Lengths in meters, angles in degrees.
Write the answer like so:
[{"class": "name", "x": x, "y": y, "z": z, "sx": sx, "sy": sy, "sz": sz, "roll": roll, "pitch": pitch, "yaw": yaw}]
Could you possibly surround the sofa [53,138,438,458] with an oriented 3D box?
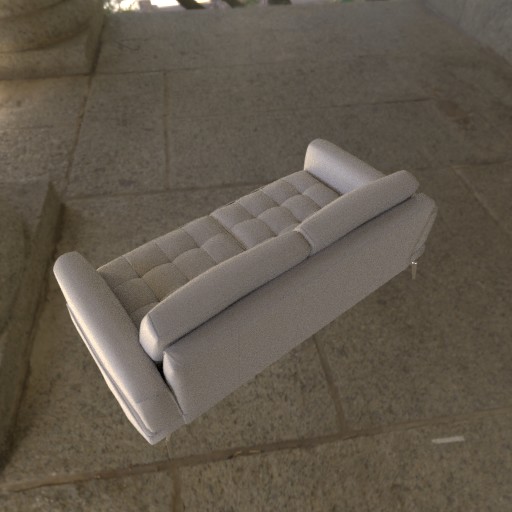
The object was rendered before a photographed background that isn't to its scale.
[{"class": "sofa", "x": 0.000, "y": 0.000, "z": 2.738, "sx": 2.177, "sy": 0.930, "sz": 1.121, "roll": -30, "pitch": 53, "yaw": -25}]
